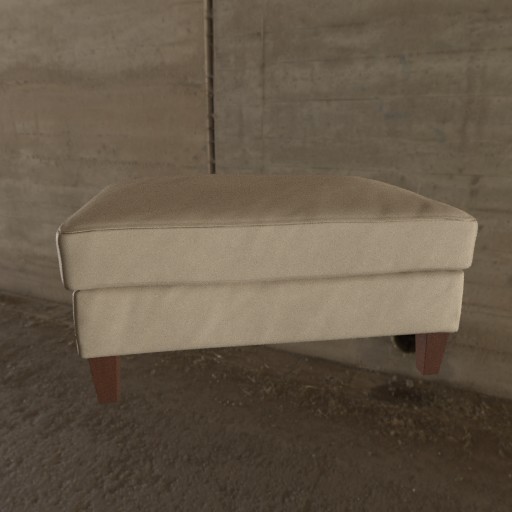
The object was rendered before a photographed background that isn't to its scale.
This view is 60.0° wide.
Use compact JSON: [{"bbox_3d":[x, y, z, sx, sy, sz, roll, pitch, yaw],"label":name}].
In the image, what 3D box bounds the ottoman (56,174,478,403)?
[{"bbox_3d":[0.000,0.000,1.444,1.002,0.492,0.836,-2,17,-8],"label":"ottoman"}]
